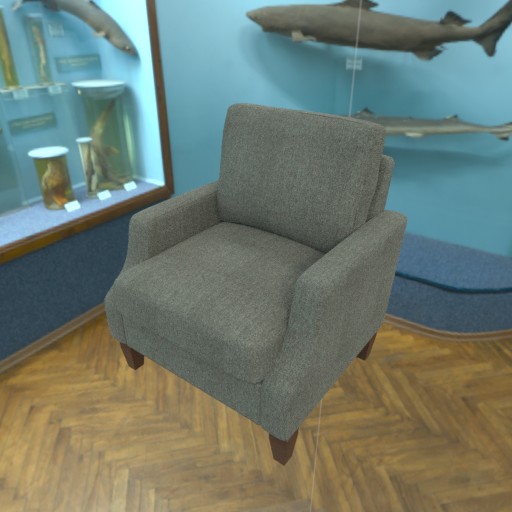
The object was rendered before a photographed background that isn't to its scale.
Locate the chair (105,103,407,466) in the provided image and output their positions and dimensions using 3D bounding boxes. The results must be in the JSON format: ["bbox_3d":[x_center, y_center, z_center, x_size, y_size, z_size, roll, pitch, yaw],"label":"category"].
[{"bbox_3d":[0.000,0.000,1.687,0.855,0.993,0.897,20,35,32],"label":"chair"}]
